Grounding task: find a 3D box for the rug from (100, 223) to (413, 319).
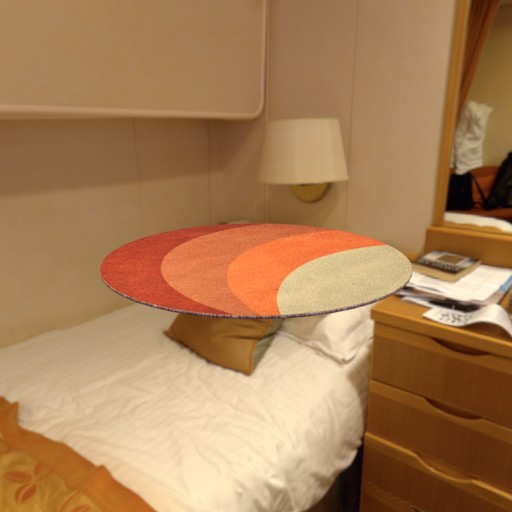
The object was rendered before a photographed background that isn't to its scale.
[{"bbox_3d":[0.000,0.000,2.261,1.514,0.015,1.514,0,16,0],"label":"rug"}]
